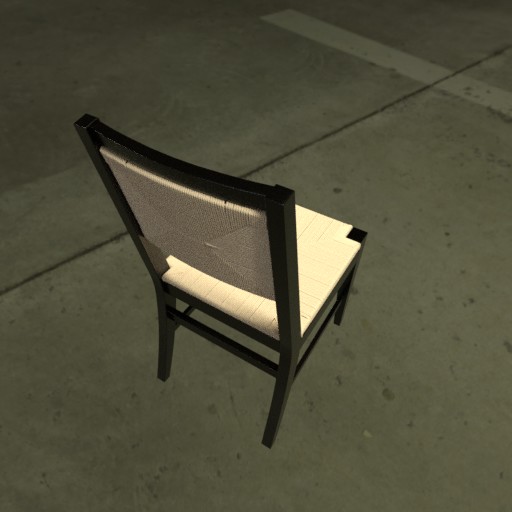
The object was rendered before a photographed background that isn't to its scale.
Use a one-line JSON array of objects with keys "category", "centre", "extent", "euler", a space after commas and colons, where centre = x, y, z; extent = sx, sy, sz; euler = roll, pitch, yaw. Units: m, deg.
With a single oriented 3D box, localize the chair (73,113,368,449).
[{"category": "chair", "centre": [0.000, 0.000, 1.199], "extent": [0.437, 0.927, 0.552], "euler": [24, 51, 22]}]
